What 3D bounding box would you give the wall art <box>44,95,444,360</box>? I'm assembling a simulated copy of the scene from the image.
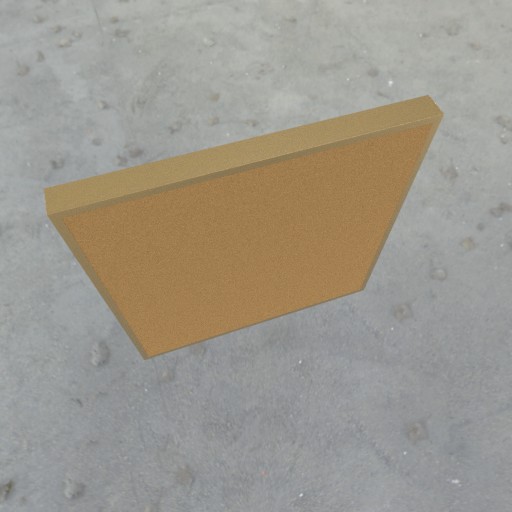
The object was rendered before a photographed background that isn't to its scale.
[{"bbox_3d":[0.000,0.000,0.766,0.509,0.509,0.040,-16,60,-10],"label":"wall art"}]
